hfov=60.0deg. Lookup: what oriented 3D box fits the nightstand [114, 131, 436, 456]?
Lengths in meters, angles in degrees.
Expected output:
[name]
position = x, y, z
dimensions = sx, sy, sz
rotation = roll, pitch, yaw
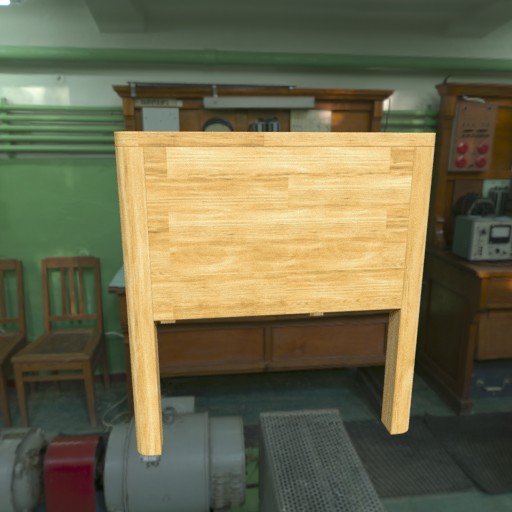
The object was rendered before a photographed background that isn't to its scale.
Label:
[nightstand]
position = 0.000, 0.000, 0.906
dimensions = 0.440, 0.470, 0.560
rotation = -2, 14, -7
